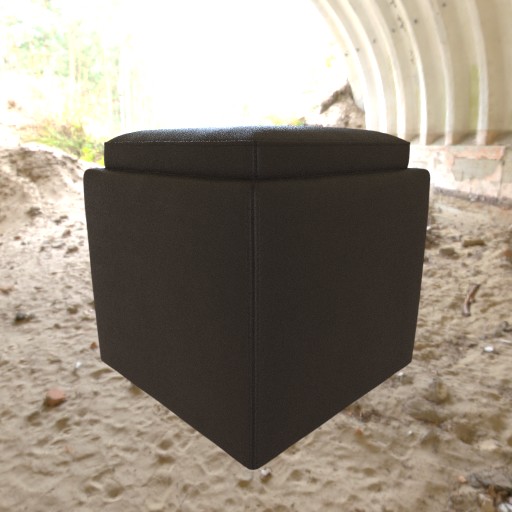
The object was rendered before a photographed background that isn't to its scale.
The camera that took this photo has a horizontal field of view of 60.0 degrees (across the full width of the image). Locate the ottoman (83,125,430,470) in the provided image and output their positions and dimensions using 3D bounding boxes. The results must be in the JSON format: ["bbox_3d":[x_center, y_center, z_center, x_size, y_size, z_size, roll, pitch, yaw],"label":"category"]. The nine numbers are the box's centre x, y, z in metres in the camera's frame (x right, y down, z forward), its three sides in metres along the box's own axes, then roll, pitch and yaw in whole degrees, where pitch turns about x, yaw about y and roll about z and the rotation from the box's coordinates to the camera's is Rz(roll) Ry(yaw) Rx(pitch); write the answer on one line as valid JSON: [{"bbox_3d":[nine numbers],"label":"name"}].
[{"bbox_3d":[0.000,0.000,0.816,0.450,0.460,0.451,-13,19,-43],"label":"ottoman"}]
